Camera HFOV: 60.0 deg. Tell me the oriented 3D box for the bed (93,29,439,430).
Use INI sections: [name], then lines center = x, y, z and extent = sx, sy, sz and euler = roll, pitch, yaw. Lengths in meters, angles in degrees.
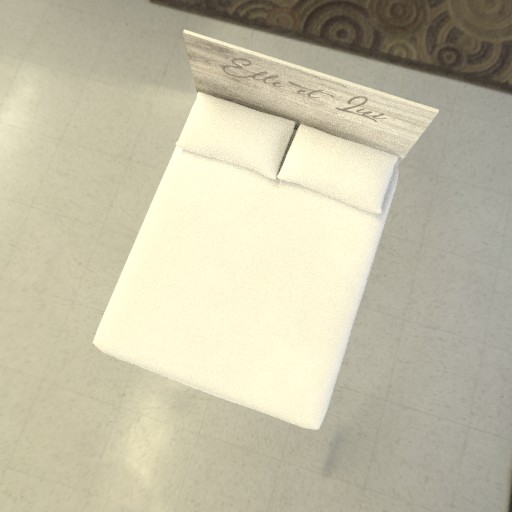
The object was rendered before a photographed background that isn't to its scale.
[bed]
center = 0.000, 0.000, 3.087
extent = 1.745, 1.335, 2.094
euler = 19, 78, 4
